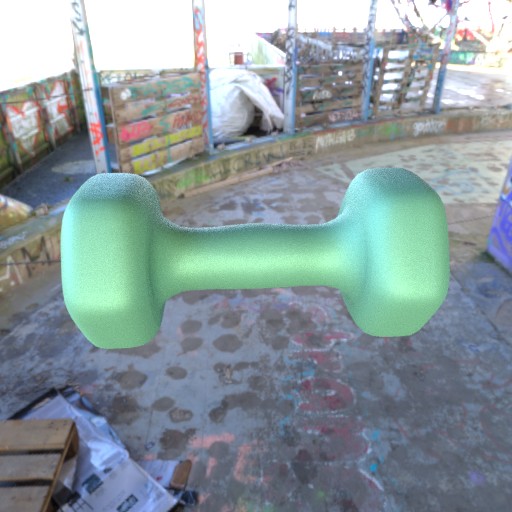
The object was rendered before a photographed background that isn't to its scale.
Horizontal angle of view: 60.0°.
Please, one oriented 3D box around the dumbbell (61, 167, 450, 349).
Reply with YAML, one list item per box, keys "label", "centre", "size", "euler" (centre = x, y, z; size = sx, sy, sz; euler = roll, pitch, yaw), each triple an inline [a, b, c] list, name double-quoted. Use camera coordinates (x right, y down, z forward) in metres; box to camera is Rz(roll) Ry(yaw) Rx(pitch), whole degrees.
- label: "dumbbell"
  centre: [0.000, 0.000, 0.327]
  size: [0.260, 0.117, 0.129]
  euler: [-1, 28, -3]
